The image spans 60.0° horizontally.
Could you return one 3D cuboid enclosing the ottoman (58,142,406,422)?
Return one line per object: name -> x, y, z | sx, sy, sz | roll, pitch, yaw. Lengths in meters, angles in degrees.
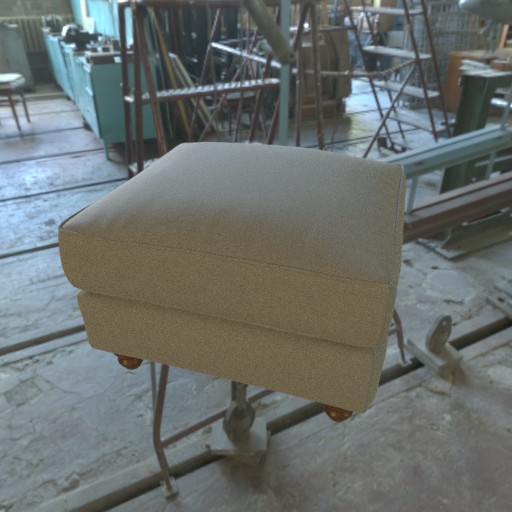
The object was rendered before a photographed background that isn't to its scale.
ottoman -> 0.000, 0.000, 1.186 | 0.716, 0.505, 0.662 | 9, 33, 15
